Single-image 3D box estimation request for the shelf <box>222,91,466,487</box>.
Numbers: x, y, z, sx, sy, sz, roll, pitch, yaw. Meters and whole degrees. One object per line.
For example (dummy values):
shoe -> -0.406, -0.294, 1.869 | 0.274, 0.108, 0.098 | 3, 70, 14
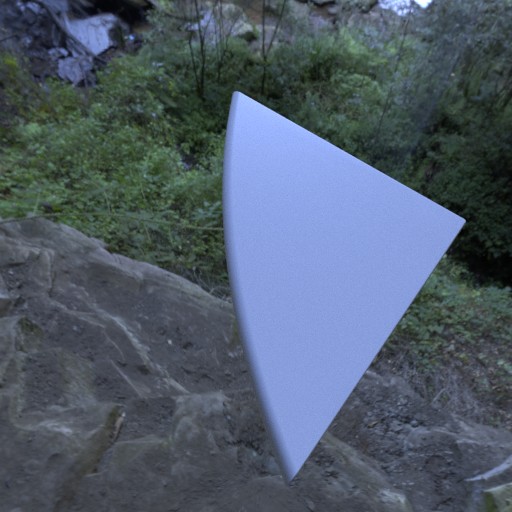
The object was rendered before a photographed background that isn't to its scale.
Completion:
shelf -> 0.000, 0.000, 0.465 | 0.310, 0.050, 0.310 | 34, 68, 16
